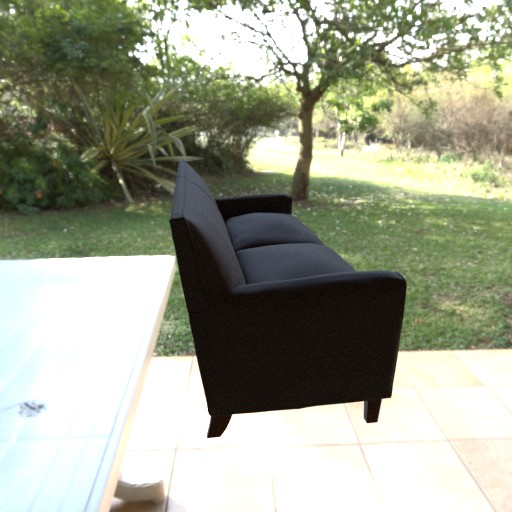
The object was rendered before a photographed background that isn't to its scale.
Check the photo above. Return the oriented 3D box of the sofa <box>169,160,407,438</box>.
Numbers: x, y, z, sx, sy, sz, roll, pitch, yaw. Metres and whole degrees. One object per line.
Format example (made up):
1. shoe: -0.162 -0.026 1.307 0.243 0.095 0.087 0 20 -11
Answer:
1. sofa: 0.000 0.000 2.478 0.843 0.907 2.002 -3 17 -8
